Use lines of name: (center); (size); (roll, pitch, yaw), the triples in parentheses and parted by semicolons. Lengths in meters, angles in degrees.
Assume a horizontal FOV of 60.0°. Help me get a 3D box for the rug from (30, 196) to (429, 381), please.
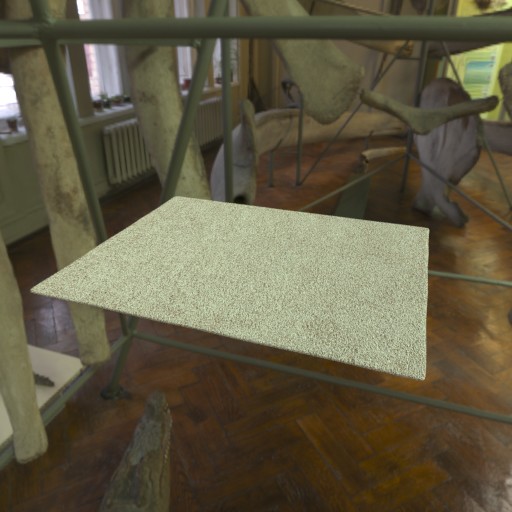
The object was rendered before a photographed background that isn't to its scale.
rug: (0.000, 0.000, 4.157); (3.047, 0.029, 2.438); (9, 28, 17)
